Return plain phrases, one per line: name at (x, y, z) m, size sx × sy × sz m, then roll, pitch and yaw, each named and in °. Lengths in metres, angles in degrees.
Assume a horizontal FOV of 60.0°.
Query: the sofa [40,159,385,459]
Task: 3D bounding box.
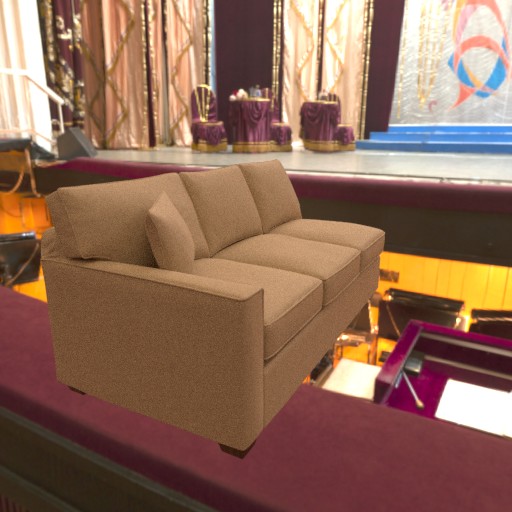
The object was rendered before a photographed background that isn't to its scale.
sofa at (0.000, 0.000, 2.492) m, size 1.034 × 0.946 × 1.962 m, roll 8°, pitch 18°, yaw 27°
